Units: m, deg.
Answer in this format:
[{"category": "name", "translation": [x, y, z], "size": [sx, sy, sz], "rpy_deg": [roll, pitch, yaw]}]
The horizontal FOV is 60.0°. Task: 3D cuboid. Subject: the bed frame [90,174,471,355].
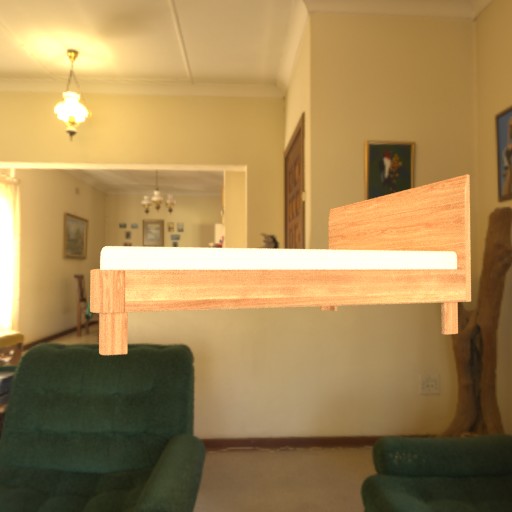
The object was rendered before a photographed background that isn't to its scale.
[{"category": "bed frame", "translation": [0.000, 0.000, 3.044], "size": [2.092, 0.940, 1.660], "rpy_deg": [1, -2, -19]}]
